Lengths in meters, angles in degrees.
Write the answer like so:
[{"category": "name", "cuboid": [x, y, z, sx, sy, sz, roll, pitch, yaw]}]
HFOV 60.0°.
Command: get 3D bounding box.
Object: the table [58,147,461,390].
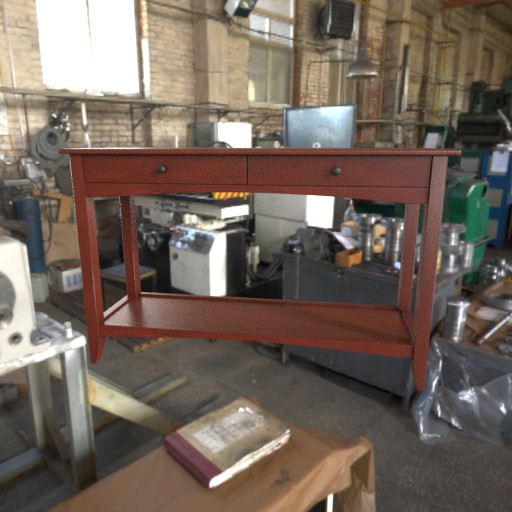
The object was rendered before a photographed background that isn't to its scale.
[{"category": "table", "cuboid": [0.000, 0.000, 1.566, 1.188, 0.739, 0.392, 2, 14, 9]}]
